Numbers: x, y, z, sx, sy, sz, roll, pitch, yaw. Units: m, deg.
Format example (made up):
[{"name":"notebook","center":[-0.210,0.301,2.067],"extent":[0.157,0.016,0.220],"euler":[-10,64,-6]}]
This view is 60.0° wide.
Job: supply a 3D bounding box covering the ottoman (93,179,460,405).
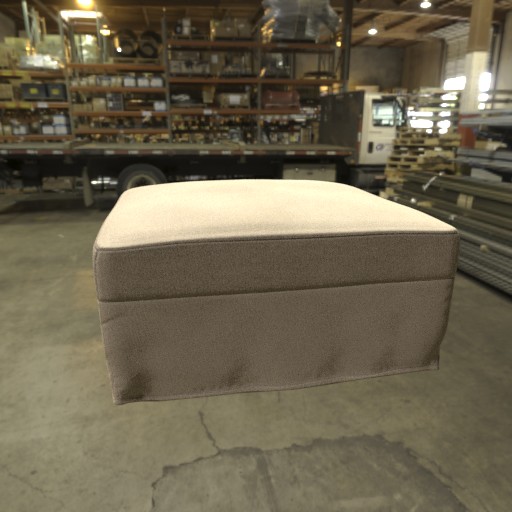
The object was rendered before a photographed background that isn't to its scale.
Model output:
[{"name":"ottoman","center":[0.000,0.000,1.376],"extent":[0.843,0.441,0.842],"euler":[-3,17,-10]}]
